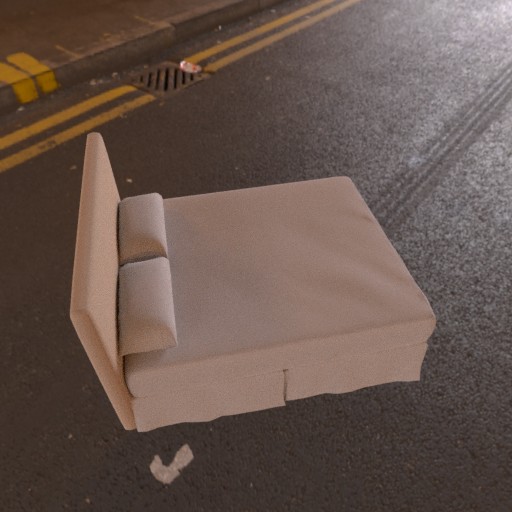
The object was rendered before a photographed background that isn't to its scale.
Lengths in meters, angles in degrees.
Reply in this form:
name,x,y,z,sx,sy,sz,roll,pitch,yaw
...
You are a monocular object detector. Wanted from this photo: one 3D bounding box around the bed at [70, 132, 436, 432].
name,x,y,z,sx,sy,sz,roll,pitch,yaw
bed,0.000,0.000,3.206,2.142,1.330,1.748,-9,46,-9
